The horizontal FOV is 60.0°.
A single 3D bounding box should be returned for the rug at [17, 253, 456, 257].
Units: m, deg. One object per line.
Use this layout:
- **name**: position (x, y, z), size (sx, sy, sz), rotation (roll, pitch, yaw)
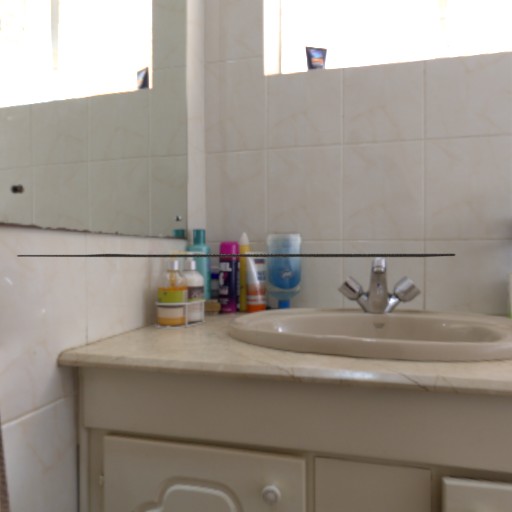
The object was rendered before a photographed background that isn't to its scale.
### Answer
- **rug**: position (0.000, 0.000, 4.077), size (3.068, 0.021, 2.456), rotation (0, 0, 17)
